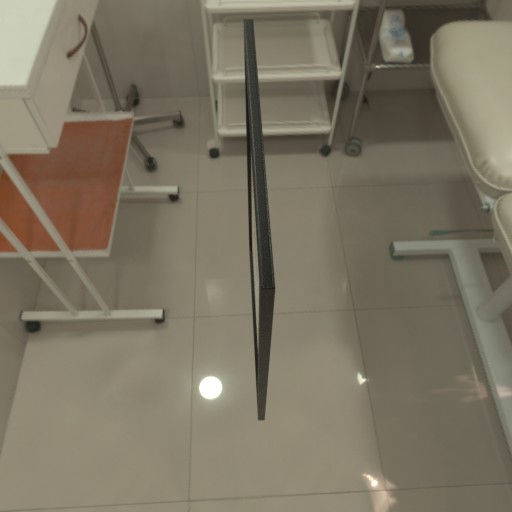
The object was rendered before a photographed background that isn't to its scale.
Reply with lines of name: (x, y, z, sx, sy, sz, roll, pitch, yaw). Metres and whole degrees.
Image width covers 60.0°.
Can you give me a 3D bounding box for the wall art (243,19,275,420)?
wall art: (0.000, 0.000, 0.859, 0.016, 0.657, 0.480, -2, 59, -2)
